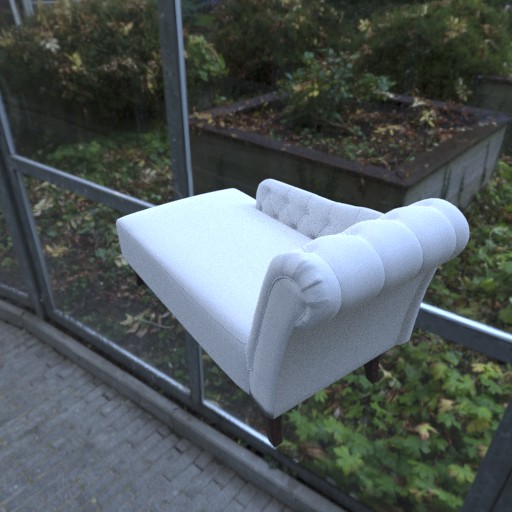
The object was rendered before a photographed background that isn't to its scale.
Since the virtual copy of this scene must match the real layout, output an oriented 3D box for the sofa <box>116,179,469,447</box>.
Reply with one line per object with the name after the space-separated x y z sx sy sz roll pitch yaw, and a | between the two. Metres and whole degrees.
0.000 0.000 1.774 0.675 0.787 1.379 -20 37 -30 | sofa
